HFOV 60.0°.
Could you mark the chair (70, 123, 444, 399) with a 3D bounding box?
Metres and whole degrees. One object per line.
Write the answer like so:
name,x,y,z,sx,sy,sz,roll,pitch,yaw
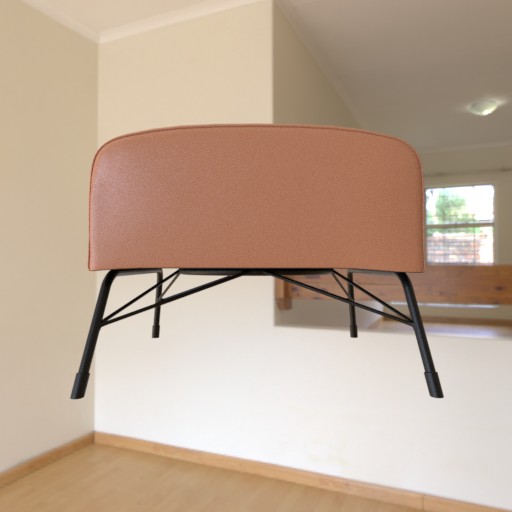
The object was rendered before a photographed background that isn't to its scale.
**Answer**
chair,0.000,0.000,0.890,0.530,0.410,0.530,0,-1,-1
